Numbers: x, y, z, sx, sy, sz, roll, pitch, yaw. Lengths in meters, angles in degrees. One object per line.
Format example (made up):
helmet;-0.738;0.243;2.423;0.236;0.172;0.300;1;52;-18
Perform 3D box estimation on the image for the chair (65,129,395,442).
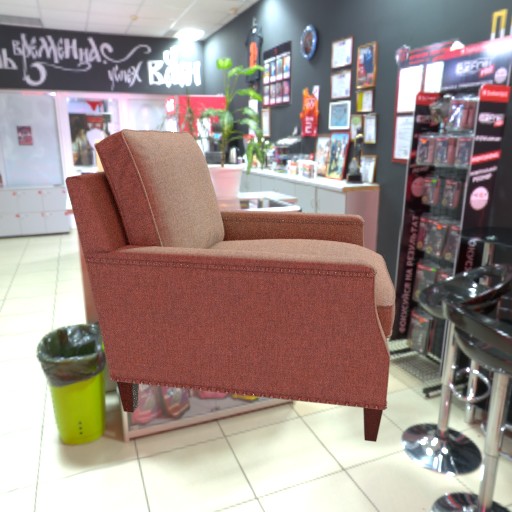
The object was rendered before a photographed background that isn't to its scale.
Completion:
chair;0.000;0.000;1.721;1.014;0.943;0.853;3;15;10
